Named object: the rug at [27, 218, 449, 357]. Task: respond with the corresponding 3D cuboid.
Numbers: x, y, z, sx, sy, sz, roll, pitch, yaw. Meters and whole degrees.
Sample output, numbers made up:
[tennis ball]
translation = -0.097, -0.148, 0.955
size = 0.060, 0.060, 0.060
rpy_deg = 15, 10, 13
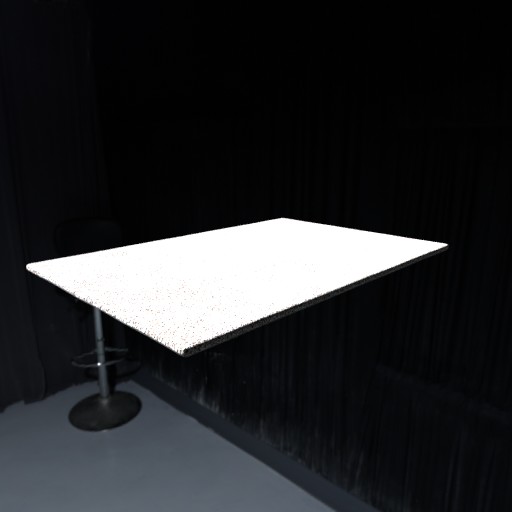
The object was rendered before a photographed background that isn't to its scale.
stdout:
[rug]
translation = 0.000, 0.000, 2.230
size = 1.219, 0.030, 1.778
rpy_deg = 14, 20, 43
